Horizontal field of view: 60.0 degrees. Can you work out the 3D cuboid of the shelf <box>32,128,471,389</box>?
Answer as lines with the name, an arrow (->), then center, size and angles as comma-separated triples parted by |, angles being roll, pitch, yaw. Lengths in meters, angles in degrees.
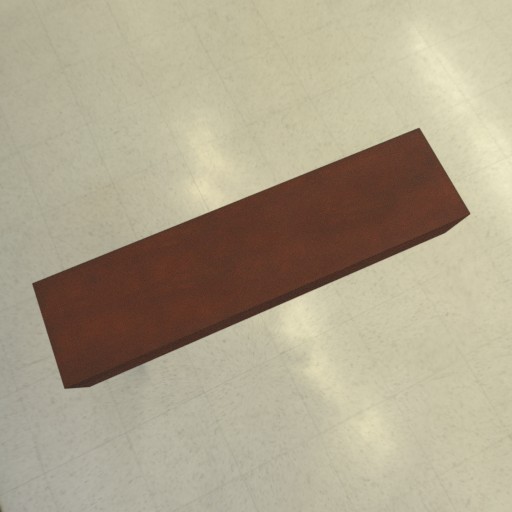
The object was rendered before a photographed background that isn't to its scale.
shelf -> 0.000, 0.000, 0.666 | 0.607, 0.088, 0.152 | -23, 76, -6
